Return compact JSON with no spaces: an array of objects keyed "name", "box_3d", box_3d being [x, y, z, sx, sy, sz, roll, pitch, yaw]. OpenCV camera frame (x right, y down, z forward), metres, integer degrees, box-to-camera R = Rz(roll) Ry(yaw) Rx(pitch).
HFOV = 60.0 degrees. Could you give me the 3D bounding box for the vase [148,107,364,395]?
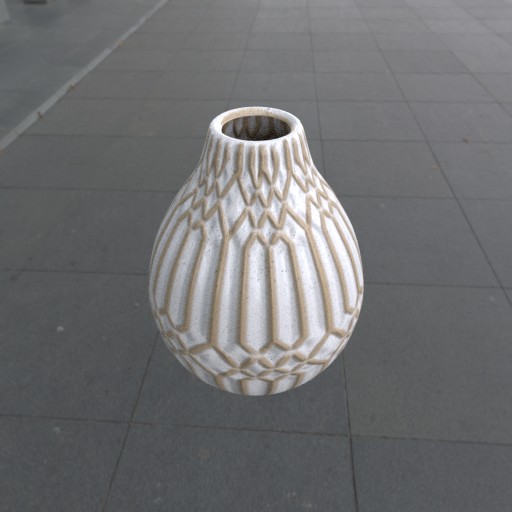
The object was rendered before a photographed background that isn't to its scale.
[{"name":"vase","box_3d":[0.000,0.000,0.320,0.159,0.200,0.159,0,40,0]}]
